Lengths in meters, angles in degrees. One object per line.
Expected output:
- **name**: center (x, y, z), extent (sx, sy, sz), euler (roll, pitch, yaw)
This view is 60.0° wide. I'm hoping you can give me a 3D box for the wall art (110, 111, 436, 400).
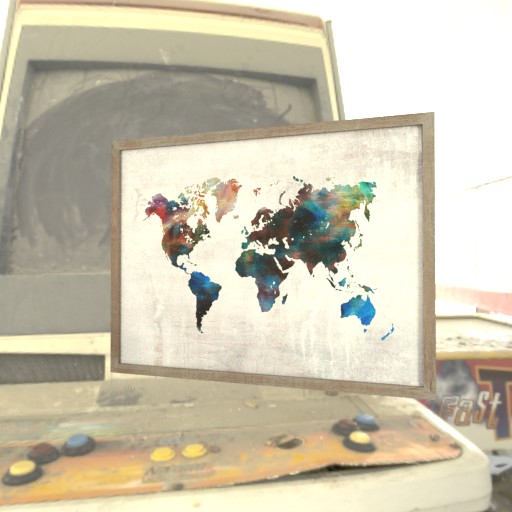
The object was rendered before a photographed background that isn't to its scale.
- **wall art**: center (0.000, 0.000, 1.346), extent (1.012, 0.774, 0.019), euler (0, -1, 17)
